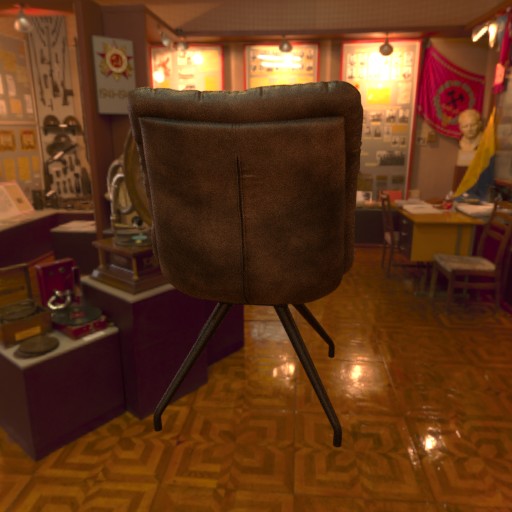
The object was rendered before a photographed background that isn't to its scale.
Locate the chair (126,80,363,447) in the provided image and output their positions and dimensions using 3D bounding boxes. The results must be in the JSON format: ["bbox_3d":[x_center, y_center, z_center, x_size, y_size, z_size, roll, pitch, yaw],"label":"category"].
[{"bbox_3d":[0.000,0.000,1.258,0.549,0.870,0.622,2,16,7],"label":"chair"}]
